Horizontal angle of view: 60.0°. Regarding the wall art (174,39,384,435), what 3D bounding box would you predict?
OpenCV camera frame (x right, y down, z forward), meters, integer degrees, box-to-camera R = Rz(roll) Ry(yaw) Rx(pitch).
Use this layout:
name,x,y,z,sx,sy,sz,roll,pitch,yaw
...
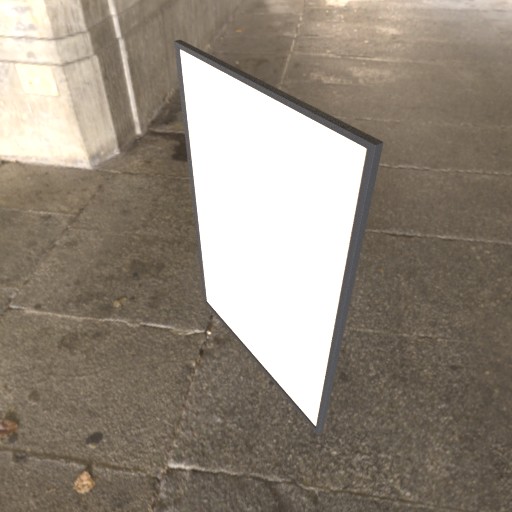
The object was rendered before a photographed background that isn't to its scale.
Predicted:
name,x,y,z,sx,sy,sz,roll,pitch,yaw
wall art,0.000,0.000,0.837,0.013,0.657,0.457,-26,48,-26
